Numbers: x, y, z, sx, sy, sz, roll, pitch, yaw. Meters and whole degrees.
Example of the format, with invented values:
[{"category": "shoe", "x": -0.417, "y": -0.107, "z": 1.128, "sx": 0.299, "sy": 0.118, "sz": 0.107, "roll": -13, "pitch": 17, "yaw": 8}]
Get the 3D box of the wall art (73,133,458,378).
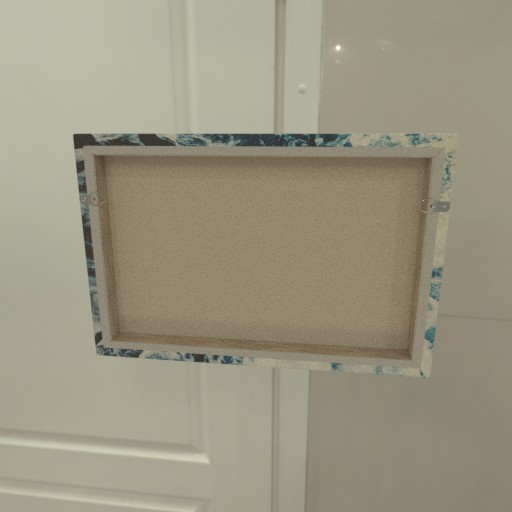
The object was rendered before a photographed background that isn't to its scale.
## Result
[{"category": "wall art", "x": 0.000, "y": 0.000, "z": 0.764, "sx": 0.609, "sy": 0.407, "sz": 0.043, "roll": 2, "pitch": 16, "yaw": 8}]
